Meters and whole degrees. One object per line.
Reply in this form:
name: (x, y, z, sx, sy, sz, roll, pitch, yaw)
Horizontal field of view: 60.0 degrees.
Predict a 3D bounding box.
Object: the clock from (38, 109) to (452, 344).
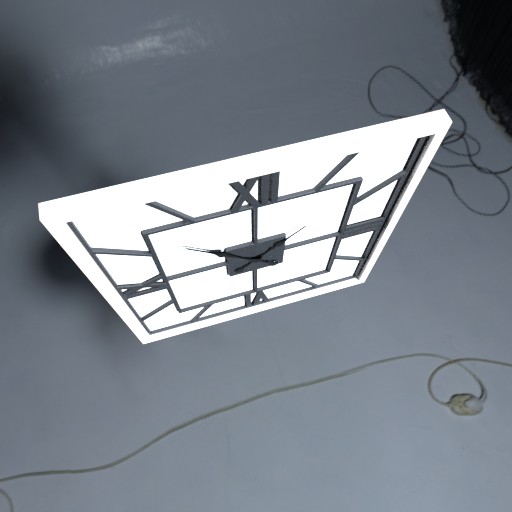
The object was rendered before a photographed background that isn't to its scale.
clock: (0.000, 0.000, 1.050, 0.705, 0.705, 0.032, -15, 64, -7)
